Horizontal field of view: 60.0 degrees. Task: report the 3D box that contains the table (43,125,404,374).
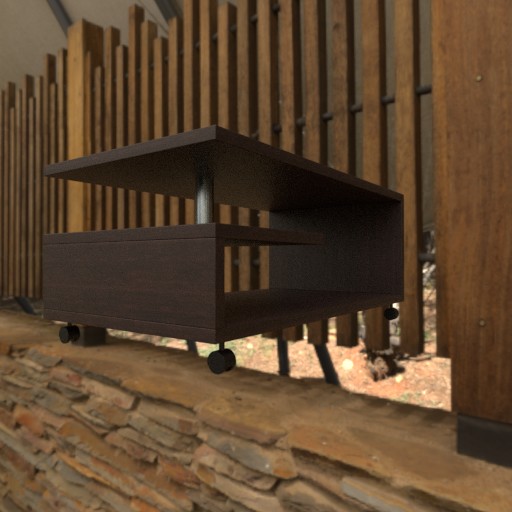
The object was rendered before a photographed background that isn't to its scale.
[{"bbox_3d":[0.000,0.000,1.391,0.590,0.460,1.050,0,-1,36],"label":"table"}]
